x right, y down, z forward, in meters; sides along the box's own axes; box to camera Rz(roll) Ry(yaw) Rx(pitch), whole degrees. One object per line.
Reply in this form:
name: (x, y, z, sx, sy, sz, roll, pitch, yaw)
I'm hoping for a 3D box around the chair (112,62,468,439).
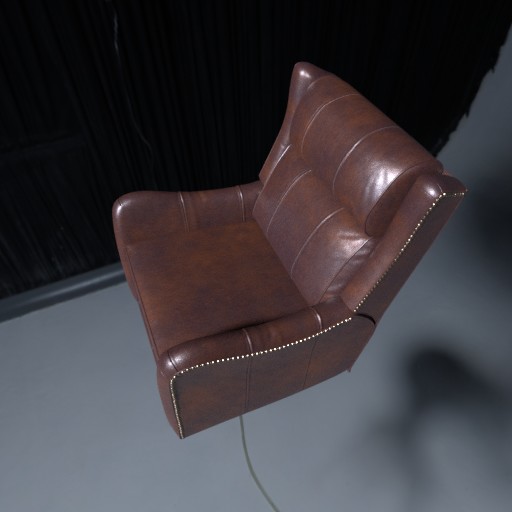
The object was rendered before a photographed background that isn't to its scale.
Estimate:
chair: (0.000, 0.000, 1.750, 1.008, 1.084, 0.869, -17, 50, -15)
